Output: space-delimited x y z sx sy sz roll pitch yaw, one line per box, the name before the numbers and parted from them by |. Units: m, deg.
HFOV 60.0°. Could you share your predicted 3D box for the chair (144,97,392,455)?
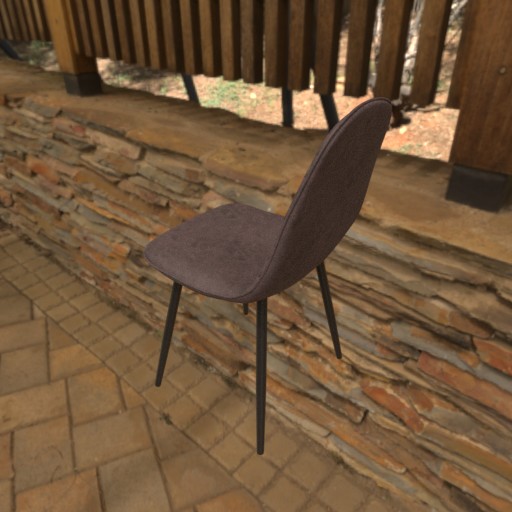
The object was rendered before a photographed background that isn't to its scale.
chair | 0.000 0.000 1.218 0.561 0.889 0.472 21 37 31
